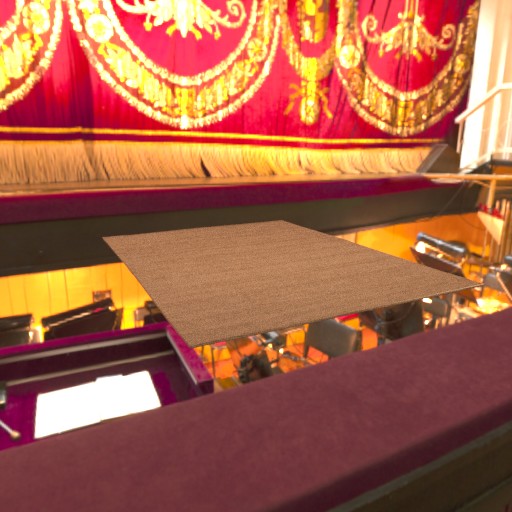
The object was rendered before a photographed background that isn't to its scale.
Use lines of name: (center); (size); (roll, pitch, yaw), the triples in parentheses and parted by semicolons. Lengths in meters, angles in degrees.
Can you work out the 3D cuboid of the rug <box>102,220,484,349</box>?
rug: (0.000, 0.000, 5.119); (2.873, 0.053, 3.778); (-7, 16, -26)
